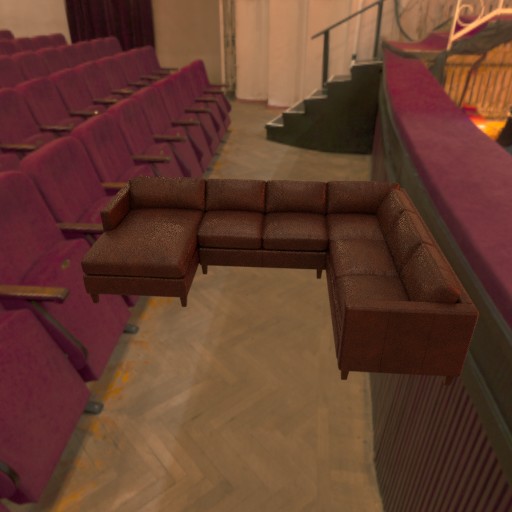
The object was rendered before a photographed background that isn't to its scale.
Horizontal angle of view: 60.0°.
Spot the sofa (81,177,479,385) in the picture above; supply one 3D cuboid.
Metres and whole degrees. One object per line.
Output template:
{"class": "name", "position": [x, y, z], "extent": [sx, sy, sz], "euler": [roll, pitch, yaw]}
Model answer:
{"class": "sofa", "position": [0.000, 0.000, 4.405], "extent": [3.324, 0.891, 2.452], "euler": [2, 30, 4]}
